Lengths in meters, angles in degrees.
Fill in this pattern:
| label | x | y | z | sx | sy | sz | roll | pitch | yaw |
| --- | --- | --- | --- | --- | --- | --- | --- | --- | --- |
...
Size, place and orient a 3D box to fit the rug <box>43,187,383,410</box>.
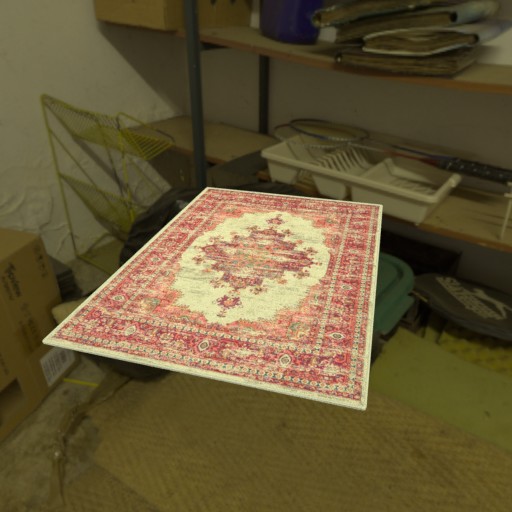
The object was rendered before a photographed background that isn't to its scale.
| label | x | y | z | sx | sy | sz | roll | pitch | yaw |
| --- | --- | --- | --- | --- | --- | --- | --- | --- | --- |
| rug | 0.000 | 0.000 | 2.287 | 1.217 | 0.011 | 1.747 | 8 | 30 | 14 |
